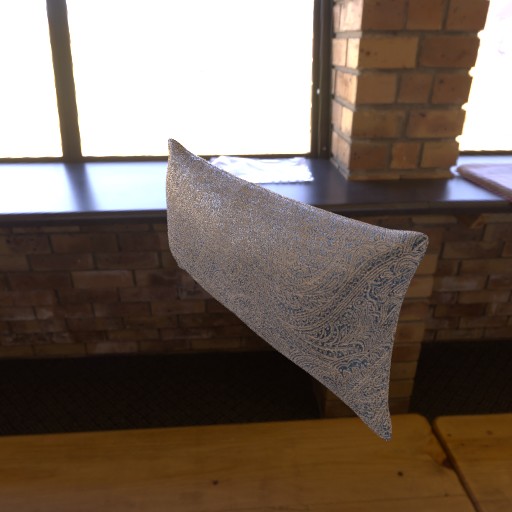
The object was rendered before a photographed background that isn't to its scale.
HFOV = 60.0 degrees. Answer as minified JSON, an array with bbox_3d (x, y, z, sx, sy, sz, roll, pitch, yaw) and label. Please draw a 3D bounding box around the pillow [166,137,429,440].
[{"bbox_3d":[0.000,0.000,0.744,0.151,0.295,0.615,-17,31,-31],"label":"pillow"}]
